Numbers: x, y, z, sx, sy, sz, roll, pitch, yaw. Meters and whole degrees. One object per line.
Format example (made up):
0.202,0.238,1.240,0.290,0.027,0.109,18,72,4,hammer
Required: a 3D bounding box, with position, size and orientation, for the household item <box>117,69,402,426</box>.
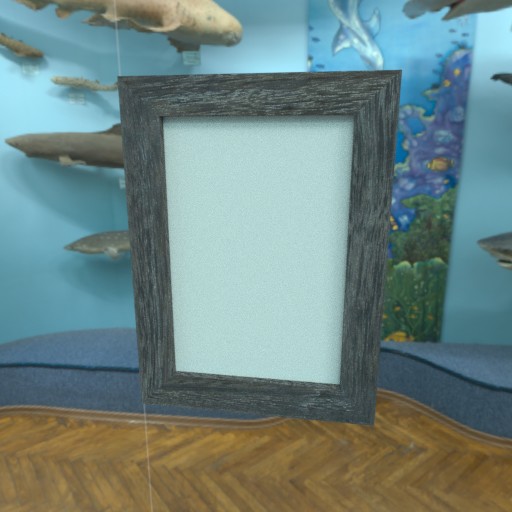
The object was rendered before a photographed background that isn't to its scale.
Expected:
0.000,0.000,0.237,0.133,0.180,0.020,2,15,9,household item
